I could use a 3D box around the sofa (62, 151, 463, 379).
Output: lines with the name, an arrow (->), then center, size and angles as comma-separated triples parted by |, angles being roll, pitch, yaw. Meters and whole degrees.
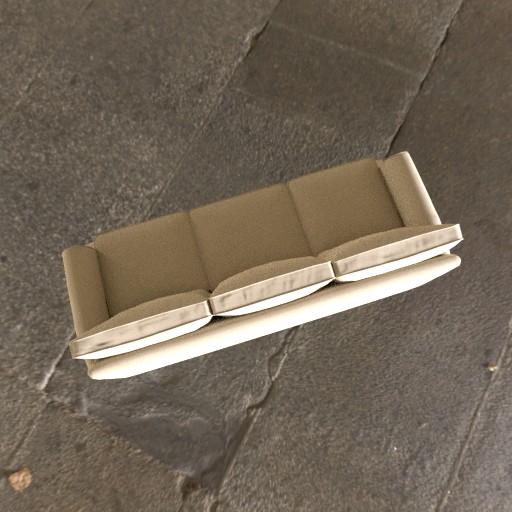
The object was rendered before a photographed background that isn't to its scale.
sofa -> 0.000, 0.000, 2.879 | 2.354, 0.948, 0.966 | -17, 77, -4
